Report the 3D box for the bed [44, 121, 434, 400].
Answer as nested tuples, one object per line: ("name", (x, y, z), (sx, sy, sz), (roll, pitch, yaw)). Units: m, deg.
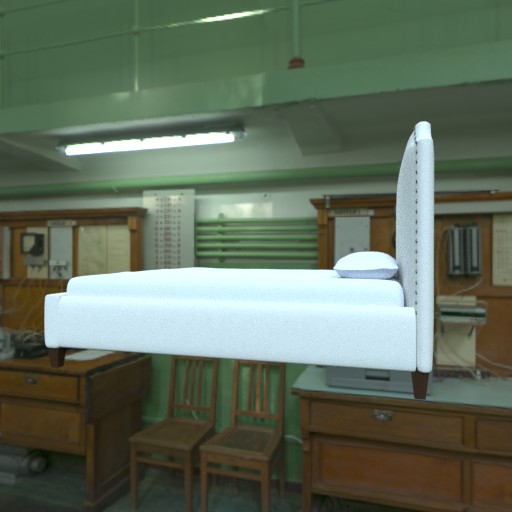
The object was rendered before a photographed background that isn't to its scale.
("bed", (0.000, 0.000, 3.334), (2.372, 1.443, 1.712), (0, 0, 16))
